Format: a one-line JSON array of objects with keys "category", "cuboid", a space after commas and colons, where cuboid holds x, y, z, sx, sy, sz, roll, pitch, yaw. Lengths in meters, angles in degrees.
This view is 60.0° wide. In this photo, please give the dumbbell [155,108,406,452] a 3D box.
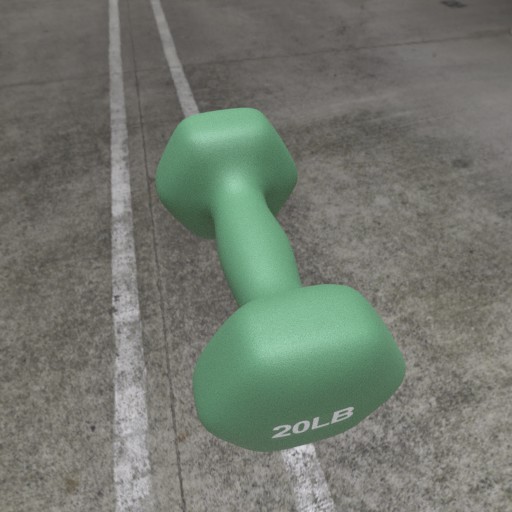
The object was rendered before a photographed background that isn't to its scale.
[{"category": "dumbbell", "cuboid": [0.000, 0.000, 0.324, 0.126, 0.114, 0.257, -10, 48, -10]}]
